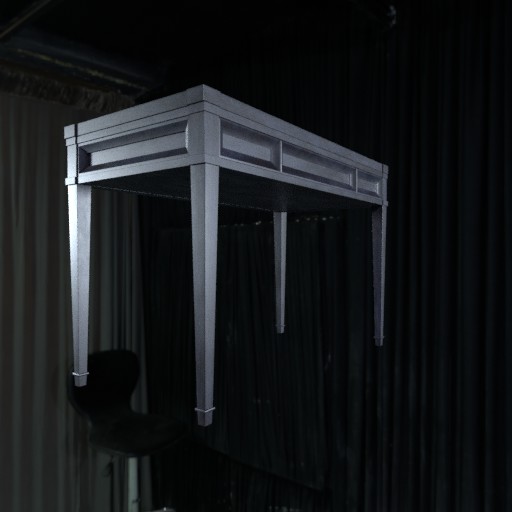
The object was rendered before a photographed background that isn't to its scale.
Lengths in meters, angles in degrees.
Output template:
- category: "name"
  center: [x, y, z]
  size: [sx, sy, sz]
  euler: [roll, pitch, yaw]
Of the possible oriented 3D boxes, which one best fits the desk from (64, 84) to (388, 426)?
- category: "desk"
  center: [0.000, 0.000, 1.804]
  size: [0.630, 0.861, 1.289]
  euler: [0, 1, 36]
